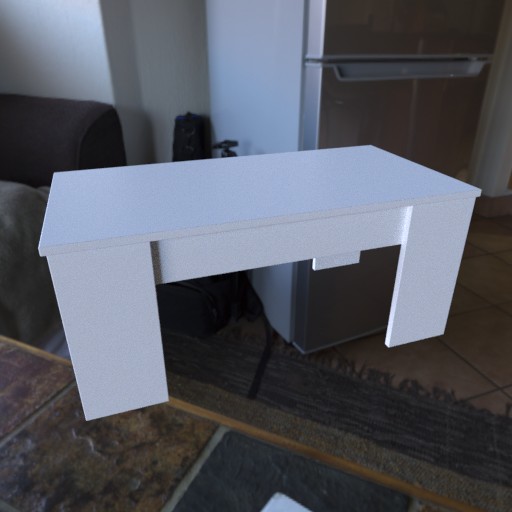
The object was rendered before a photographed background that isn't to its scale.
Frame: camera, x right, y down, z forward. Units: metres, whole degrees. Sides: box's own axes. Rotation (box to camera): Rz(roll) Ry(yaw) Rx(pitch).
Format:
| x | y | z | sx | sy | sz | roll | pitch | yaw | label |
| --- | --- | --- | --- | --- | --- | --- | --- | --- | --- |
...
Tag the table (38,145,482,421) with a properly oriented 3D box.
| x | y | z | sx | sy | sz | roll | pitch | yaw | label |
| --- | --- | --- | --- | --- | --- | --- | --- | --- | --- |
| 0.000 | 0.000 | 1.251 | 1.000 | 0.440 | 0.500 | -9 | 28 | -17 | table |
